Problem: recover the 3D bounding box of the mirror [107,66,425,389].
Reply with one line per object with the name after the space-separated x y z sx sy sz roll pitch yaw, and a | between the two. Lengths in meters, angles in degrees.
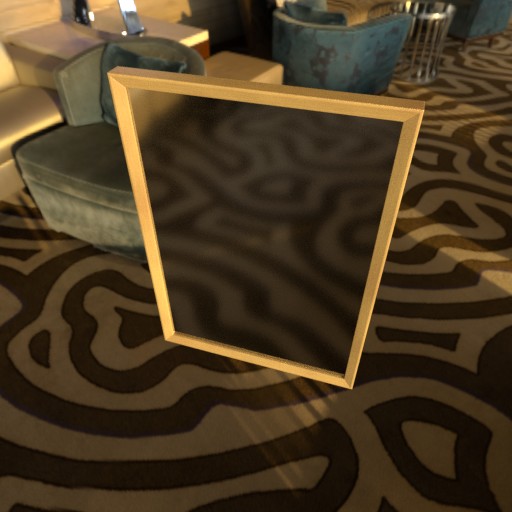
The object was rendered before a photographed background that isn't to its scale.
0.000 0.000 0.927 0.507 0.710 0.039 12 43 13 | mirror
